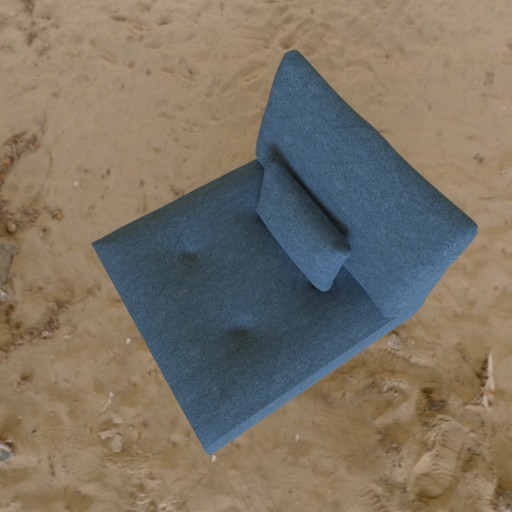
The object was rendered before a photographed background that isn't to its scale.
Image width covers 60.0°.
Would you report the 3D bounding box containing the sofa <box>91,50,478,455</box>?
[{"bbox_3d":[0.000,0.000,1.641,1.000,0.820,0.930,-30,66,-15],"label":"sofa"}]
